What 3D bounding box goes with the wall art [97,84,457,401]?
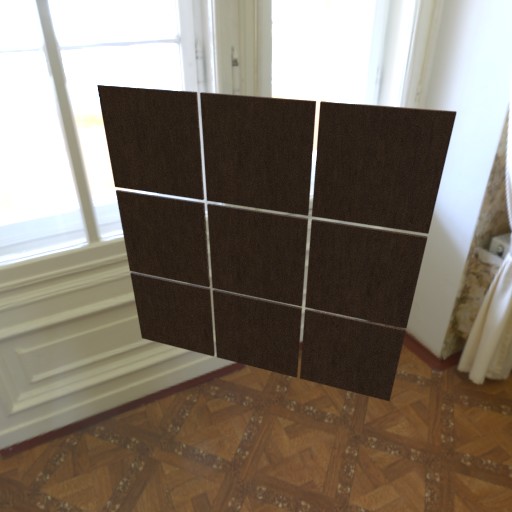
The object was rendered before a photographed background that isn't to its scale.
[{"bbox_3d":[0.000,0.000,2.206,1.527,1.525,0.014,10,33,16],"label":"wall art"}]
